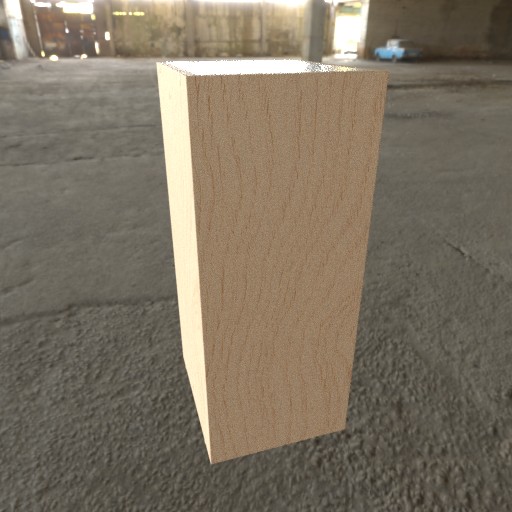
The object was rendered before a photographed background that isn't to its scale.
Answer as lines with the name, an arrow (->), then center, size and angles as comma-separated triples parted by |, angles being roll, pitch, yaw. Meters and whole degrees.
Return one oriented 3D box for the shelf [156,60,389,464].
shelf -> 0.000, 0.000, 0.760 | 0.250, 0.600, 0.290 | -8, 27, -16
